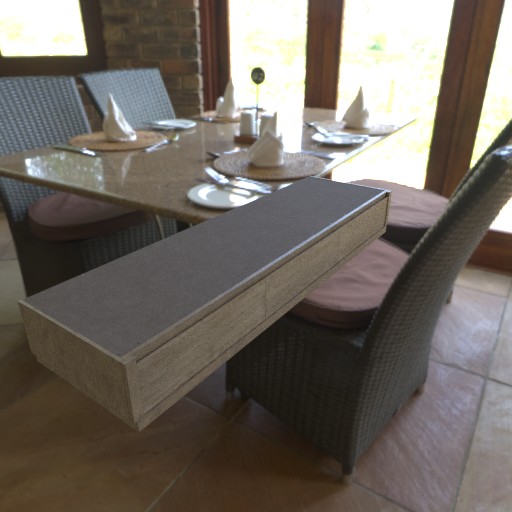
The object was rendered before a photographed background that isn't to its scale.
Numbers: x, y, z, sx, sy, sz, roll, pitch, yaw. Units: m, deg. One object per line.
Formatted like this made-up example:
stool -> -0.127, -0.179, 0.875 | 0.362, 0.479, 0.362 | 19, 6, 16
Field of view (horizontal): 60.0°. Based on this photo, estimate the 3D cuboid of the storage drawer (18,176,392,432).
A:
storage drawer -> 0.000, 0.000, 2.237 | 0.591, 0.274, 2.072 | 18, 31, 32
